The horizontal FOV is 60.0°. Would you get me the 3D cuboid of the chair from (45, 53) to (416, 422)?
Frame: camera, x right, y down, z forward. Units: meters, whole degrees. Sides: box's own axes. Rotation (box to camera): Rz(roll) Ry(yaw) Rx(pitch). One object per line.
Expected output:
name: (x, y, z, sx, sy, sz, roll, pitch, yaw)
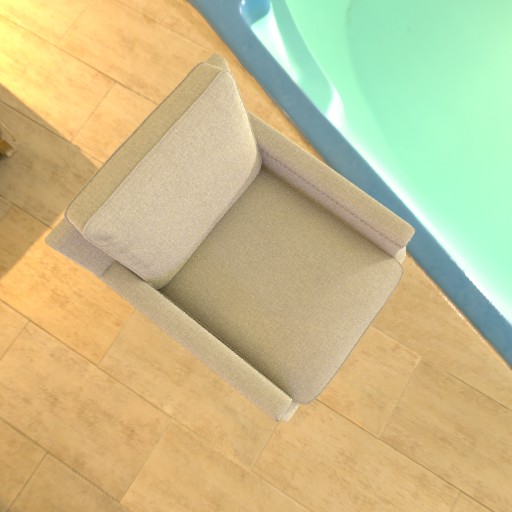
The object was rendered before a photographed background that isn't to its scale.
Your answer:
chair: (0.000, 0.000, 1.687, 1.014, 0.943, 0.853, 37, 80, 8)
